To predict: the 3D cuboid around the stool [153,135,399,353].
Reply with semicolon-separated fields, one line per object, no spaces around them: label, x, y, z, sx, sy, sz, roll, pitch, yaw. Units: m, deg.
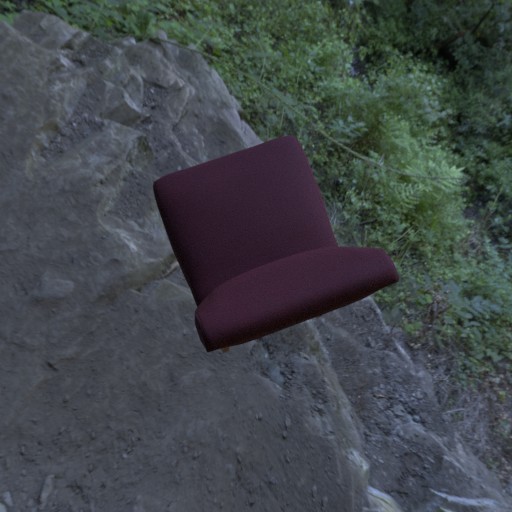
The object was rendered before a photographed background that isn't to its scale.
stool;0.000;0.000;1.419;0.468;1.093;0.562;-20;76;-5
